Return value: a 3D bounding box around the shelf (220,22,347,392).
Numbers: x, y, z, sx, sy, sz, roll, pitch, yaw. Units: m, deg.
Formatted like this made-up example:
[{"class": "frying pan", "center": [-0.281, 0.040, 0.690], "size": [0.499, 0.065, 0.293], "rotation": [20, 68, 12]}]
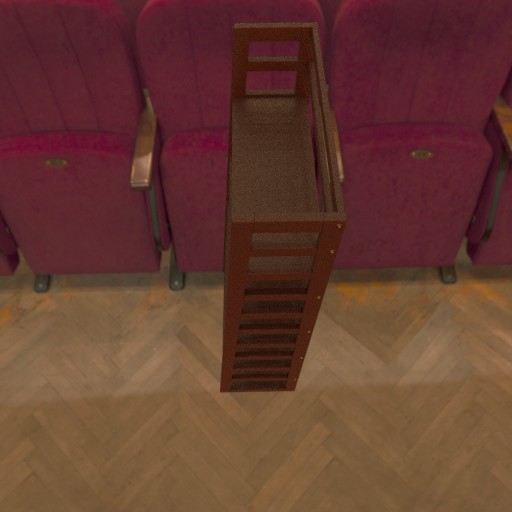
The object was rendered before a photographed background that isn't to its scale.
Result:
[{"class": "shelf", "center": [0.000, 0.000, 1.891], "size": [0.403, 1.600, 0.763], "rotation": [-1, 60, -1]}]
